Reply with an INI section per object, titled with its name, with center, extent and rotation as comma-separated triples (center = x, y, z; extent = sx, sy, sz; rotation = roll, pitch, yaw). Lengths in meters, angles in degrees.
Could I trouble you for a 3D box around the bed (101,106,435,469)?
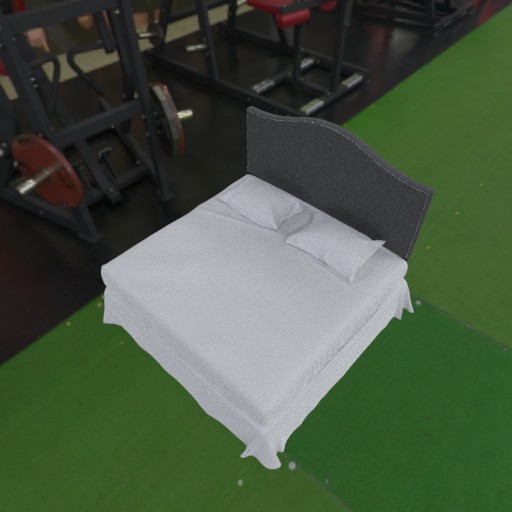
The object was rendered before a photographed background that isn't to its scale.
[bed]
center = 0.000, 0.000, 3.835
extent = 2.314, 1.651, 2.219
rotation = 34, 55, 28
